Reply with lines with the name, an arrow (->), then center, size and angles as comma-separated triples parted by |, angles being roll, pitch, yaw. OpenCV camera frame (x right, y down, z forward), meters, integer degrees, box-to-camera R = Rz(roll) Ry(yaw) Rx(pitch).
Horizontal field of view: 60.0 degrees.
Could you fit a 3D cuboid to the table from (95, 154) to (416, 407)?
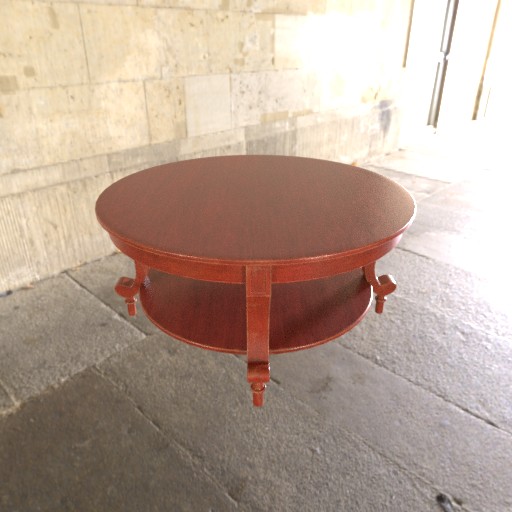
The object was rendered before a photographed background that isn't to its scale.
table -> 0.000, 0.000, 1.590 | 1.029, 0.486, 1.029 | 0, 26, 0
